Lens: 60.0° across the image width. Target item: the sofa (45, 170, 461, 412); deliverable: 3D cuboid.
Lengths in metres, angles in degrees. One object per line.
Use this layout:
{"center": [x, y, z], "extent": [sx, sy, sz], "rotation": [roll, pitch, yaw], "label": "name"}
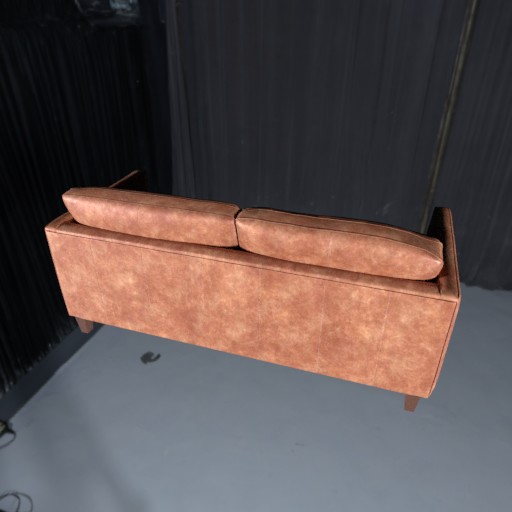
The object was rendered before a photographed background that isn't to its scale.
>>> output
{"center": [0.000, 0.000, 2.452], "extent": [1.971, 0.863, 0.923], "rotation": [9, 32, 16], "label": "sofa"}
